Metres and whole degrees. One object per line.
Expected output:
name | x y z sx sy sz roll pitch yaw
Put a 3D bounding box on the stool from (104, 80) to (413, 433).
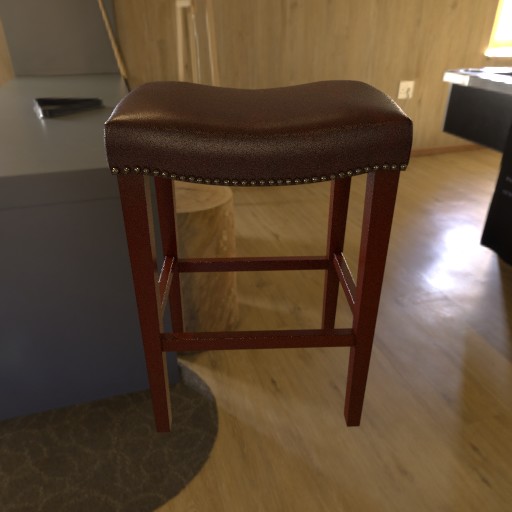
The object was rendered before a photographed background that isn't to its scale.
stool | 0.000 0.000 1.022 0.504 0.742 0.372 -1 29 -2
